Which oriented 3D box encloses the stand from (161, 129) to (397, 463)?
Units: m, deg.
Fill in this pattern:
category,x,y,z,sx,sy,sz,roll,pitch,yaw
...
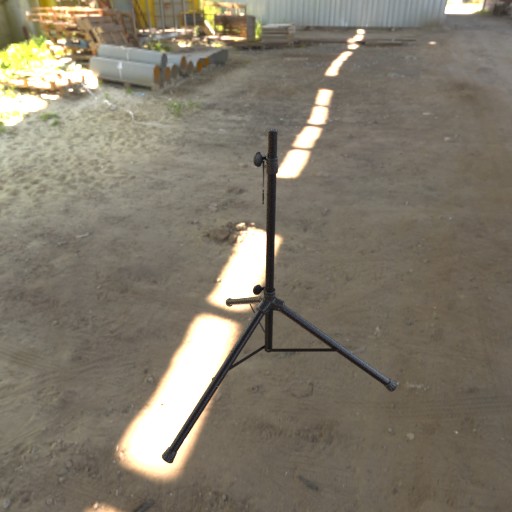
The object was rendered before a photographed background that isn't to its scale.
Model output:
category,x,y,z,sx,sy,sz,roll,pitch,yaw
stand,0.000,0.000,1.877,1.045,1.136,0.907,-10,32,-16
